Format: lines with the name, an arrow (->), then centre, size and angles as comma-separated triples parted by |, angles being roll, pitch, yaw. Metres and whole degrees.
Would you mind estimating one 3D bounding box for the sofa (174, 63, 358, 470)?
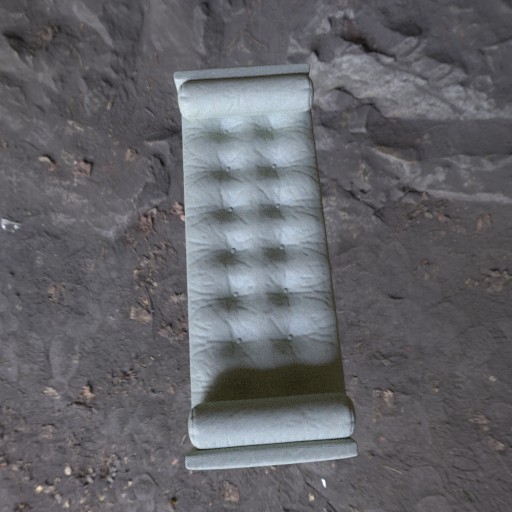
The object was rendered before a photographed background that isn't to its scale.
sofa -> 0.000, 0.000, 2.520 | 0.796, 0.705, 2.102 | -4, 74, -1
